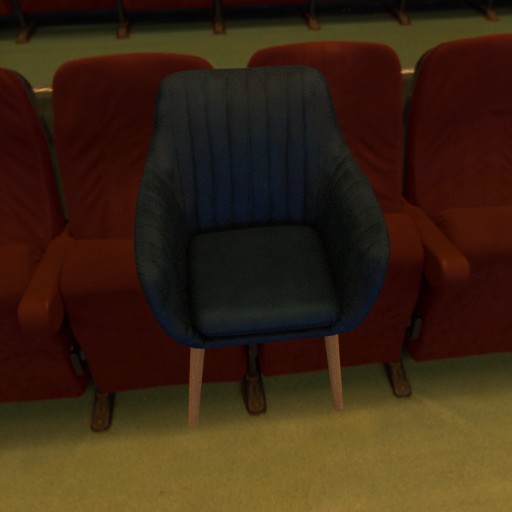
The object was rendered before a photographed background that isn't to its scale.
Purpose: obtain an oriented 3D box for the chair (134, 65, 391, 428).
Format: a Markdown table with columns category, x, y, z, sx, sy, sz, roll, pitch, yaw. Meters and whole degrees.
| category | x | y | z | sx | sy | sz | roll | pitch | yaw |
| --- | --- | --- | --- | --- | --- | --- | --- | --- | --- |
| chair | 0.000 | 0.000 | 1.236 | 0.578 | 0.826 | 0.573 | -5 | 46 | -5 |
